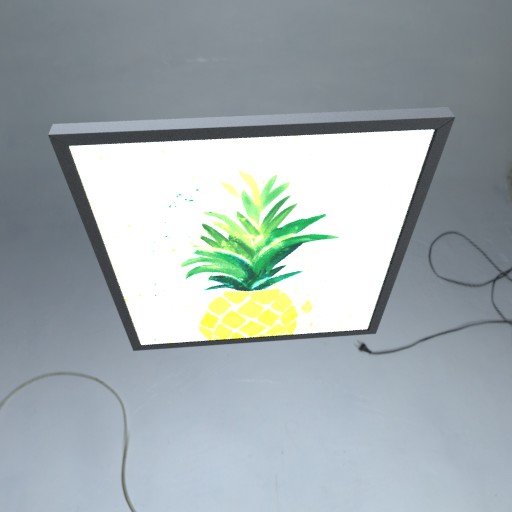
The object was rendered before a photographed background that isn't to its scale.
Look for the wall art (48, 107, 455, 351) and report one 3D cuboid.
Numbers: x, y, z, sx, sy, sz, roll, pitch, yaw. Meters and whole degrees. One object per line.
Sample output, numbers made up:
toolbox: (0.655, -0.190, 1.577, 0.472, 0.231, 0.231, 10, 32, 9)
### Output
wall art: (0.000, 0.000, 1.119, 0.762, 0.760, 0.037, -3, 48, -3)
